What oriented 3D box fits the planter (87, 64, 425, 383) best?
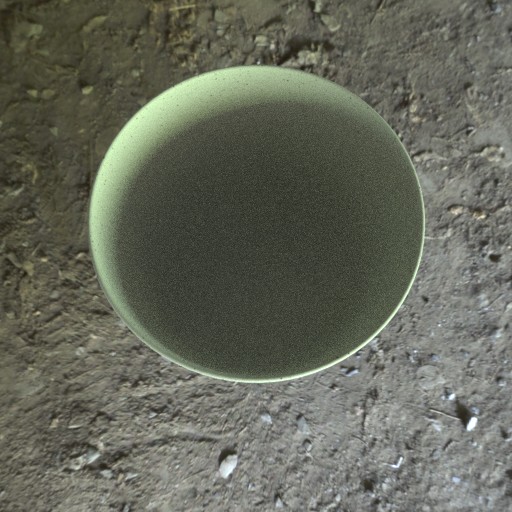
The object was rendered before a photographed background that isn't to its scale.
[{"bbox_3d":[0.000,0.000,0.358,0.195,0.214,0.195,0,75,0],"label":"planter"}]
